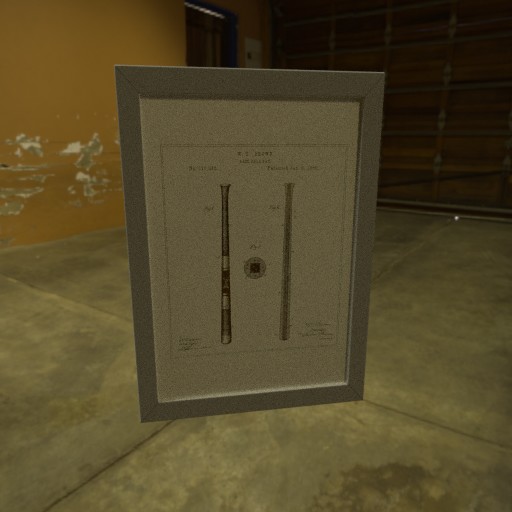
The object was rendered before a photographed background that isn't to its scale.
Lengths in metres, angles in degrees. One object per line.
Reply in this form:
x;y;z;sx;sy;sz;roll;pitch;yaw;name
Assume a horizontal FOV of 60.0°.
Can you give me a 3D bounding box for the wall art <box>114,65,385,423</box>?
0.000;0.000;0.674;0.374;0.529;0.012;-2;15;-10;wall art
